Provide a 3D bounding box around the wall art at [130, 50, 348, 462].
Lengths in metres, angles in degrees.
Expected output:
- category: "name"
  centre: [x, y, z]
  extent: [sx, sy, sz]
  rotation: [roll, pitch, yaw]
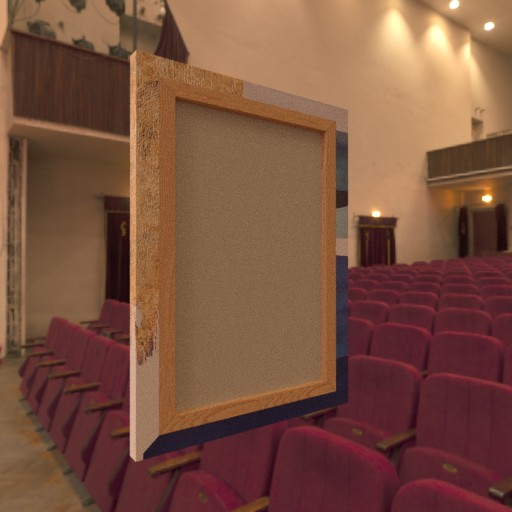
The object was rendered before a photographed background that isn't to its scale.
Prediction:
- category: "wall art"
  centre: [0.000, 0.000, 0.804]
  extent: [0.458, 0.613, 0.026]
  rotation: [0, 0, -36]
